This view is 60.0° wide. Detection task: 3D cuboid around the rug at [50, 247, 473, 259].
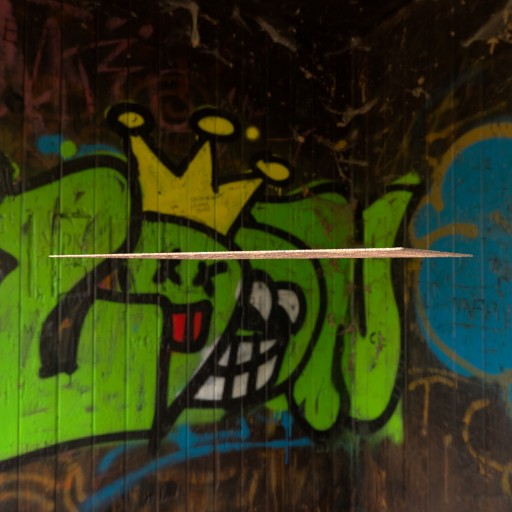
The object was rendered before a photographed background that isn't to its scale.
[{"bbox_3d":[0.000,0.000,2.995,2.440,0.010,1.545,-1,-1,35],"label":"rug"}]
